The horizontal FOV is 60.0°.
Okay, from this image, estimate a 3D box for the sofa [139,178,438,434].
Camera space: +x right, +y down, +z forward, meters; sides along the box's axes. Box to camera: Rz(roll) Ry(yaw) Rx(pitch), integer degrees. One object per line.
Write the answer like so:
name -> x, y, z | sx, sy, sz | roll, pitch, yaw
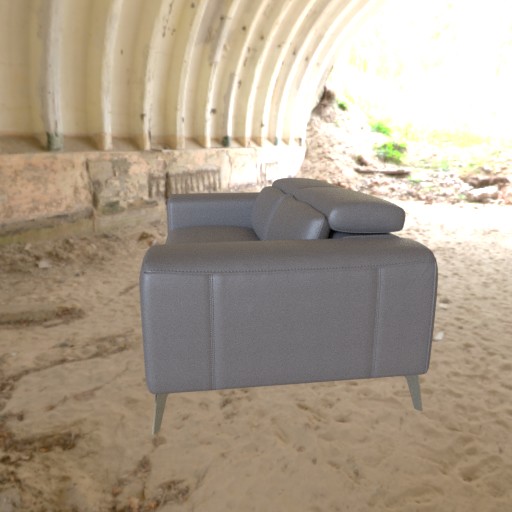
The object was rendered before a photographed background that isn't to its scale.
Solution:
sofa -> 0.000, 0.000, 2.390 | 1.024, 0.753, 1.930 | -2, 14, -8
